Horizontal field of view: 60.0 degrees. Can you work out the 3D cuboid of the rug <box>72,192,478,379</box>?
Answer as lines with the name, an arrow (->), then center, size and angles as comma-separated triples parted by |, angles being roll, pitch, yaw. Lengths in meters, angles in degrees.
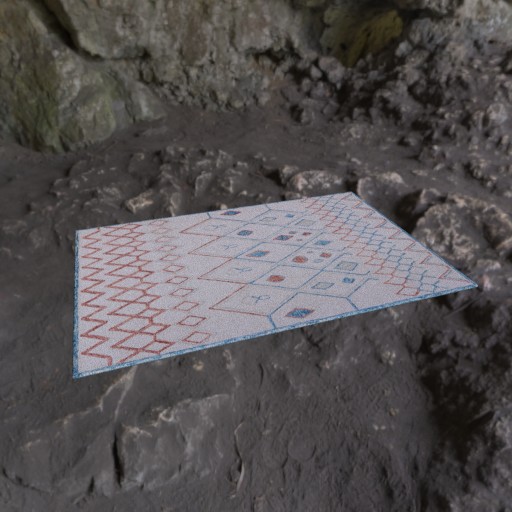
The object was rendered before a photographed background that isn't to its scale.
rug -> 0.000, 0.000, 2.360 | 1.829, 0.016, 1.219 | -10, 32, -16
